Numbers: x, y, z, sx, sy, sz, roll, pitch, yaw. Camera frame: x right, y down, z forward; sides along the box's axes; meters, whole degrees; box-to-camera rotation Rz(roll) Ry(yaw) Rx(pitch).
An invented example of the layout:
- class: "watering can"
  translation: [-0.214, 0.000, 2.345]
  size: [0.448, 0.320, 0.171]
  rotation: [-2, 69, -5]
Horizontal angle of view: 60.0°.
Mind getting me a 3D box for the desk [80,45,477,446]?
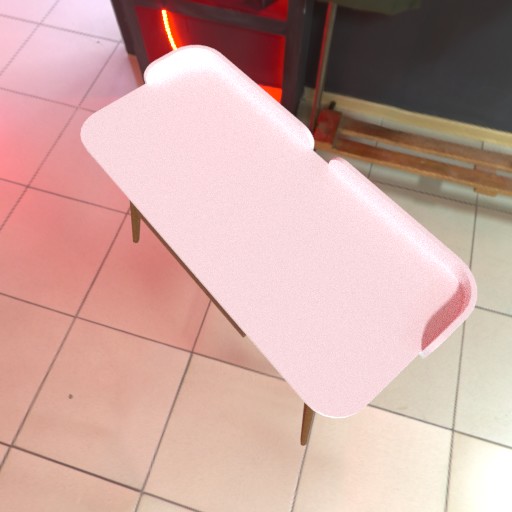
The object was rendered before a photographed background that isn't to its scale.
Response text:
- class: "desk"
  translation: [0.000, 0.000, 1.583]
  size: [0.534, 0.807, 1.206]
  rotation: [-38, 70, -16]
